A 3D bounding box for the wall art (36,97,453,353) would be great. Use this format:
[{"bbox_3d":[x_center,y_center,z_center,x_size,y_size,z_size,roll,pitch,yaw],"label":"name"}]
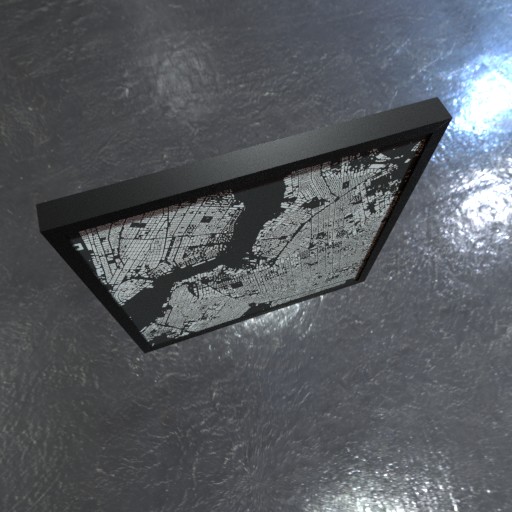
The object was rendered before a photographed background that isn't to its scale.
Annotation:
[{"bbox_3d":[0.000,0.000,0.748,0.506,0.506,0.038,-17,64,-9],"label":"wall art"}]
